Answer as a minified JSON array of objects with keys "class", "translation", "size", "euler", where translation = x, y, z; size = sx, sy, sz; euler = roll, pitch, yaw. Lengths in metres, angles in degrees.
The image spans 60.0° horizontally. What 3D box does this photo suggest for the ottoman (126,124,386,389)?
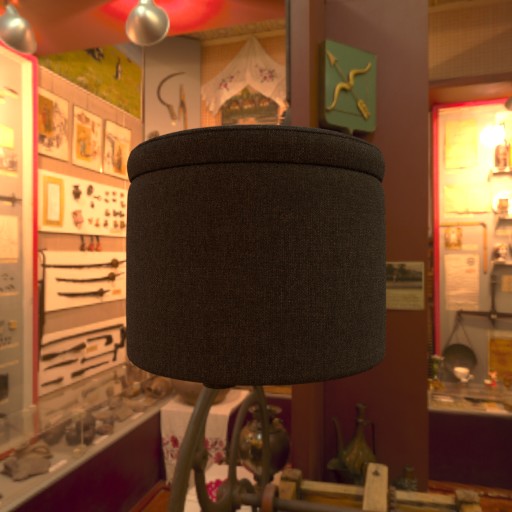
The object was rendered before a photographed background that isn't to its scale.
[{"class":"ottoman","translation":[0.000,0.000,0.923],"size":[0.520,0.430,0.520],"euler":[0,0,0]}]
